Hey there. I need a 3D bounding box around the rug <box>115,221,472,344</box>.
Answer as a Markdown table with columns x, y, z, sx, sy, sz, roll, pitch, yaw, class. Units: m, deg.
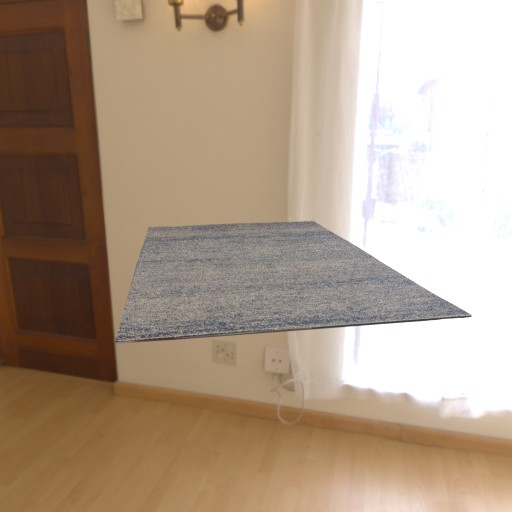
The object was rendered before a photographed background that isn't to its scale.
| x | y | z | sx | sy | sz | roll | pitch | yaw | class |
| --- | --- | --- | --- | --- | --- | --- | --- | --- | --- |
| 0.000 | 0.000 | 2.236 | 1.159 | 0.025 | 1.793 | -3 | 15 | -10 | rug |
